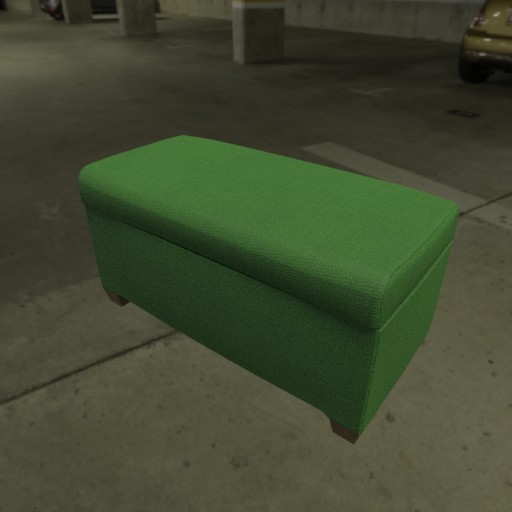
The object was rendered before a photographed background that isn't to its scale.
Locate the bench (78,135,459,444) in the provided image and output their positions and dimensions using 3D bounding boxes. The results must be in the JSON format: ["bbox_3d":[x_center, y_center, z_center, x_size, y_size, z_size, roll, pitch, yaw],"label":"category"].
[{"bbox_3d":[0.000,0.000,1.322,0.989,0.501,0.505,22,38,31],"label":"bench"}]
